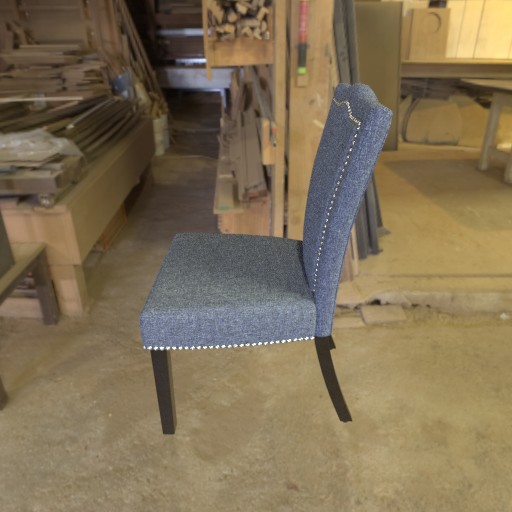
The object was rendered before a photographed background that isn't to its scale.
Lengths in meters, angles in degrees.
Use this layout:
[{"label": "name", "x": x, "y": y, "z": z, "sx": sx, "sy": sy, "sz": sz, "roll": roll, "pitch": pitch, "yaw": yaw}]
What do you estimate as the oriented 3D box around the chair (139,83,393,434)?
[{"label": "chair", "x": 0.000, "y": 0.000, "z": 1.299, "sx": 0.589, "sy": 0.946, "sz": 0.518, "roll": 0, "pitch": 27, "yaw": 1}]
